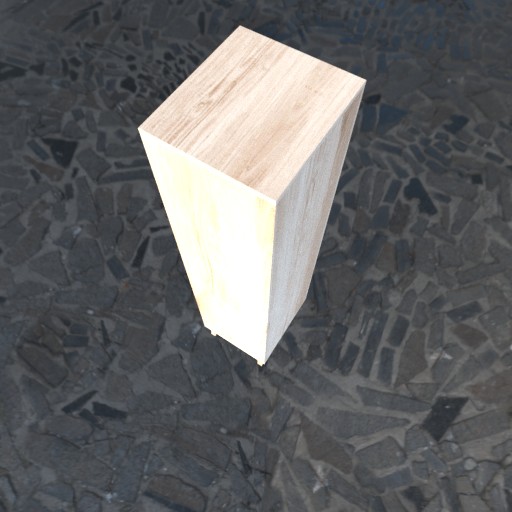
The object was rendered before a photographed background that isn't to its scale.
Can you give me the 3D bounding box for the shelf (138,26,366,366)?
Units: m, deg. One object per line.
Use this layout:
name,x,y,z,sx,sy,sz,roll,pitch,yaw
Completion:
shelf,0.000,0.000,2.146,0.450,1.960,0.510,30,67,14
